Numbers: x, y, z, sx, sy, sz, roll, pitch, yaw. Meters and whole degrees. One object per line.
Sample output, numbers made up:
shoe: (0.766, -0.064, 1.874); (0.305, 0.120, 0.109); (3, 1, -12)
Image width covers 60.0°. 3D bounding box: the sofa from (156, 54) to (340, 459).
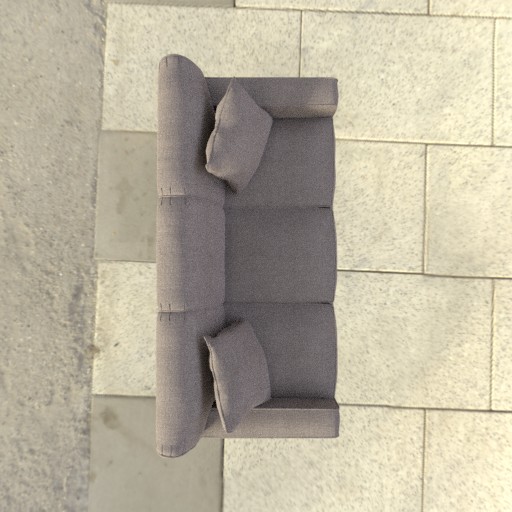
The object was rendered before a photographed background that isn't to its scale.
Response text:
sofa: (0.000, 0.000, 2.617); (0.997, 0.958, 2.024); (0, 89, 0)
